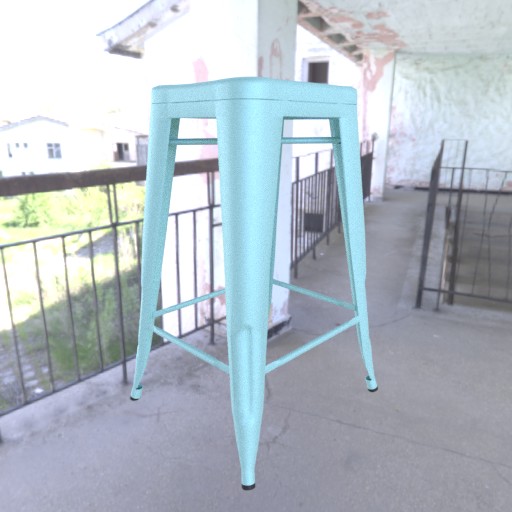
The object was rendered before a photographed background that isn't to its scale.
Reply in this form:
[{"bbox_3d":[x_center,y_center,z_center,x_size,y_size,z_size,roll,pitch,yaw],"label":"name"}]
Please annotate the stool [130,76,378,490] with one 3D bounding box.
[{"bbox_3d":[0.000,0.000,0.851,0.359,0.609,0.399,15,22,42],"label":"stool"}]
